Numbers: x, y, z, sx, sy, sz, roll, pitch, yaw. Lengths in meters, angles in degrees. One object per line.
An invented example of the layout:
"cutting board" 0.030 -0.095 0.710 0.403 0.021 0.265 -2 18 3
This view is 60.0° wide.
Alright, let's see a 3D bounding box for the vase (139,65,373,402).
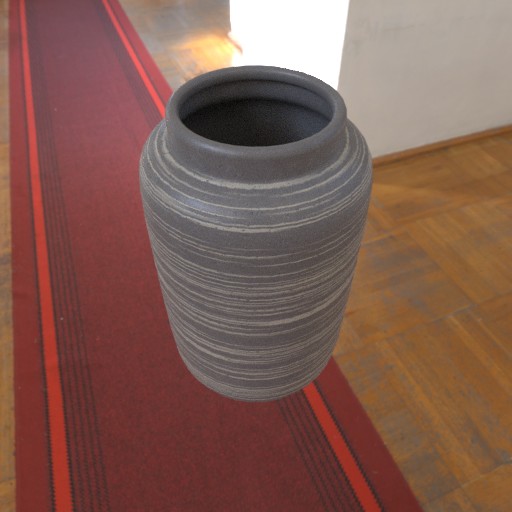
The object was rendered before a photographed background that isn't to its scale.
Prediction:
"vase" 0.000 0.000 0.675 0.297 0.499 0.297 0 46 0
